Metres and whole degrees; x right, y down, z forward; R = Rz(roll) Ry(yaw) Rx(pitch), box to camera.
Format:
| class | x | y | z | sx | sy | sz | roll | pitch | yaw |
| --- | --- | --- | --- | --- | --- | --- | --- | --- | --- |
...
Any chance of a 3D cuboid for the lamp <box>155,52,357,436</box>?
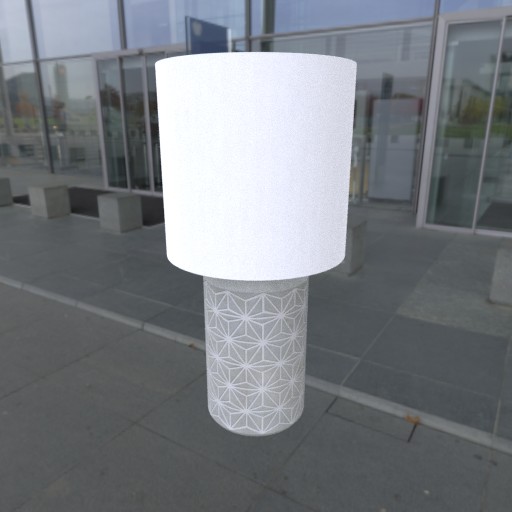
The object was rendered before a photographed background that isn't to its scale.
| class | x | y | z | sx | sy | sz | roll | pitch | yaw |
| --- | --- | --- | --- | --- | --- | --- | --- | --- | --- |
| lamp | 0.000 | 0.000 | 0.525 | 0.206 | 0.416 | 0.206 | -15 | 23 | -40 |
